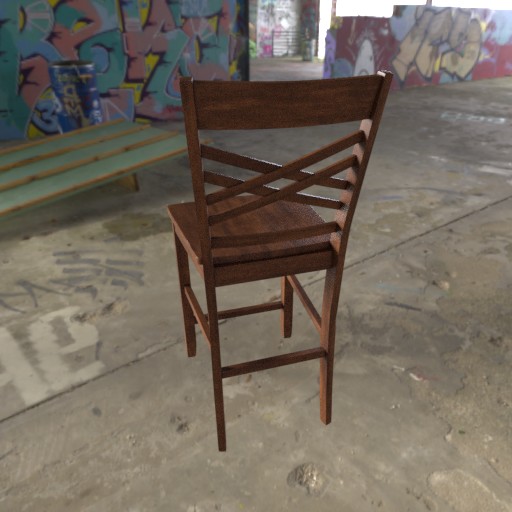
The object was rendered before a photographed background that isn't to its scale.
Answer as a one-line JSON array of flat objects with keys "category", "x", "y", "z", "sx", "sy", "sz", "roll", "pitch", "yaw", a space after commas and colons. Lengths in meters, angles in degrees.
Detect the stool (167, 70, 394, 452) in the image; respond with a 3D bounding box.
[{"category": "stool", "x": 0.000, "y": 0.000, "z": 1.356, "sx": 0.462, "sy": 1.079, "sz": 0.539, "roll": -8, "pitch": 29, "yaw": -15}]
